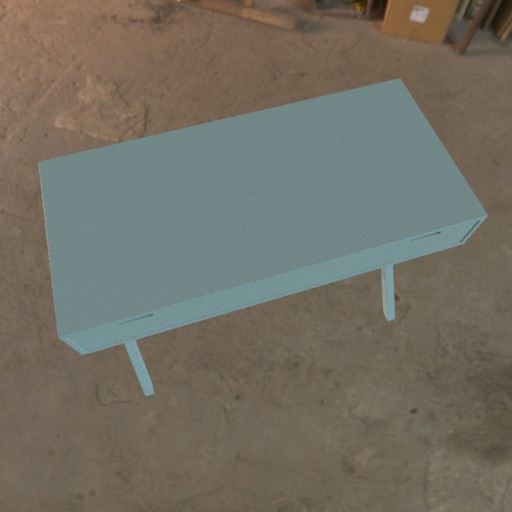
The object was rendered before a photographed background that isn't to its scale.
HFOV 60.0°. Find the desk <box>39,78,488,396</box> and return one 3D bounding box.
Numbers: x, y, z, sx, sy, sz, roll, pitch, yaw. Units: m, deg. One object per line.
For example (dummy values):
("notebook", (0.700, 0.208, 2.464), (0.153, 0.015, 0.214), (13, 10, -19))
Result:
("desk", (0.000, 0.000, 1.491), (1.059, 0.780, 0.509), (-15, 64, -8))
